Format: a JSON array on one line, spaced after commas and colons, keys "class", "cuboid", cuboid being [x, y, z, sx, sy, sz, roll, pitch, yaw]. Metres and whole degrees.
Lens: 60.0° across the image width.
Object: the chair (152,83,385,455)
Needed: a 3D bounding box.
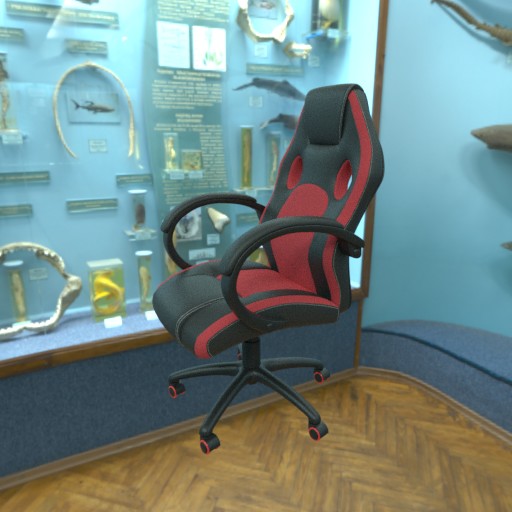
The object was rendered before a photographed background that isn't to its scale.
[{"class": "chair", "cuboid": [0.000, 0.000, 1.606, 0.724, 1.187, 0.673, -8, 18, -26]}]
